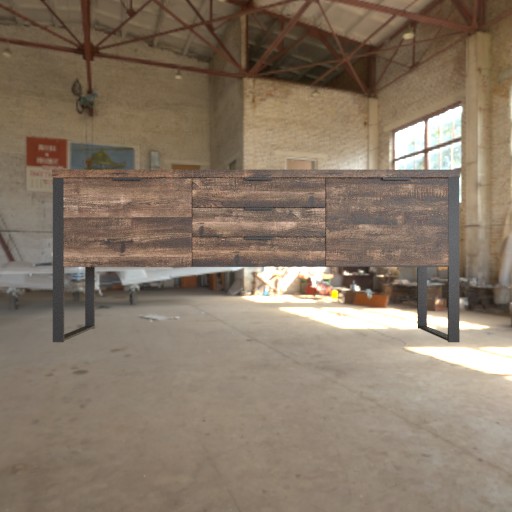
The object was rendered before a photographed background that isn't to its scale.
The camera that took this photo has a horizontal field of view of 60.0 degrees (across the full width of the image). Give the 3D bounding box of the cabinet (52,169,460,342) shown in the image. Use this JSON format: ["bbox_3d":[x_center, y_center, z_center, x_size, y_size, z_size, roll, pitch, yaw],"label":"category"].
[{"bbox_3d":[0.000,0.000,2.139,1.800,0.762,0.395,0,0,0],"label":"cabinet"}]
